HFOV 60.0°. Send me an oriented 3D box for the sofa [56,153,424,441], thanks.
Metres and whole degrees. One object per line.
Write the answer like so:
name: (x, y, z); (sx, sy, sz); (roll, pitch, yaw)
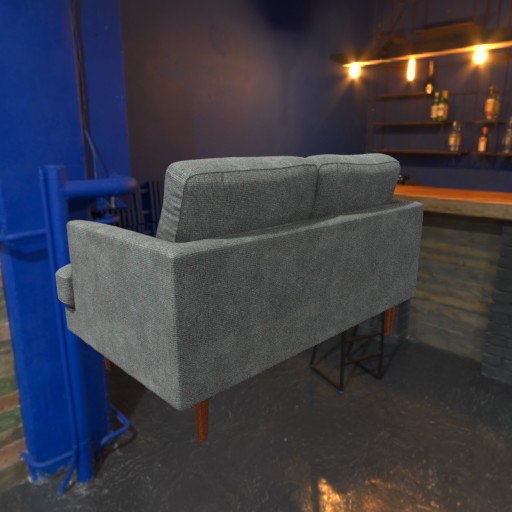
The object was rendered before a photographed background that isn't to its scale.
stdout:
sofa: (0.000, 0.000, 2.124); (1.582, 0.956, 0.903); (-14, 20, -42)
